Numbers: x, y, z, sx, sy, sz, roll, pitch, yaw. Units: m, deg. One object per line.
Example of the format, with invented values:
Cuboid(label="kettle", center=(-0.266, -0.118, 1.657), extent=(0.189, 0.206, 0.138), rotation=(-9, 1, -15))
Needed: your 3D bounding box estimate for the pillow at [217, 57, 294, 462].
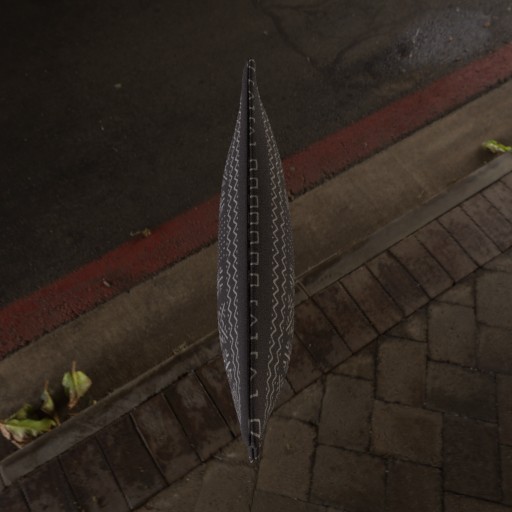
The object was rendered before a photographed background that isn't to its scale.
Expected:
Cuboid(label="pillow", center=(0.000, 0.000, 0.802), extent=(0.135, 0.322, 0.667), rotation=(-1, 63, 0))
